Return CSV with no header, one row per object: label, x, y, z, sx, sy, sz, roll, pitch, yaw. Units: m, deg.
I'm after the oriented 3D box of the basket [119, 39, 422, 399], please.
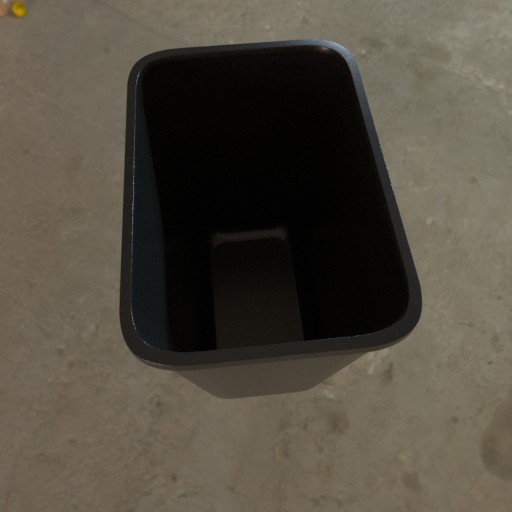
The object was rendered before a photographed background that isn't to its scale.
basket,0.000,0.000,0.491,0.211,0.307,0.300,-5,64,-3
